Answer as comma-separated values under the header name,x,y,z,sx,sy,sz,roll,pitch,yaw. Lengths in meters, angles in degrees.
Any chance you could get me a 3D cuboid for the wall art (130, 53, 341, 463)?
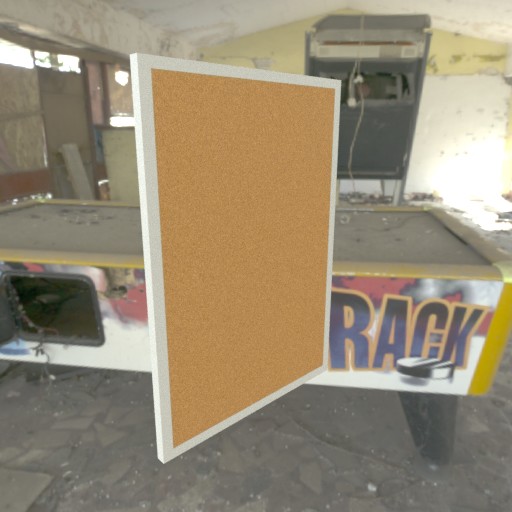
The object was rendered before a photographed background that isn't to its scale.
name,x,y,z,sx,sy,sz,roll,pitch,yaw
wall art,0.000,0.000,0.554,0.303,0.433,0.013,-14,21,-42
